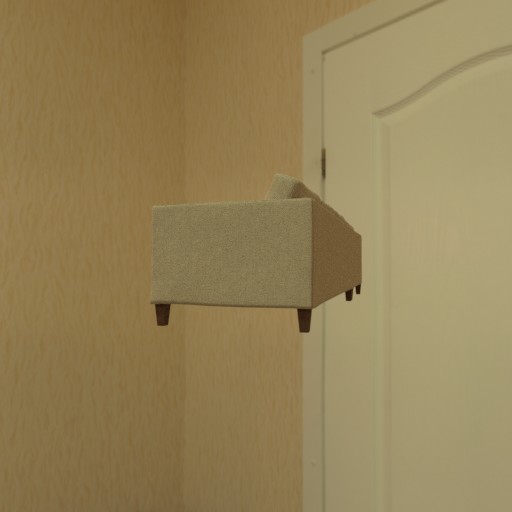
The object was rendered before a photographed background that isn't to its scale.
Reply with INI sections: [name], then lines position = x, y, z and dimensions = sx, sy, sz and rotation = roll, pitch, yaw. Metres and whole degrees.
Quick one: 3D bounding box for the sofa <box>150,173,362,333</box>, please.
[sofa]
position = 0.000, 0.000, 3.970
dimensions = 1.625, 0.846, 3.186
rotation = 0, -1, 18
